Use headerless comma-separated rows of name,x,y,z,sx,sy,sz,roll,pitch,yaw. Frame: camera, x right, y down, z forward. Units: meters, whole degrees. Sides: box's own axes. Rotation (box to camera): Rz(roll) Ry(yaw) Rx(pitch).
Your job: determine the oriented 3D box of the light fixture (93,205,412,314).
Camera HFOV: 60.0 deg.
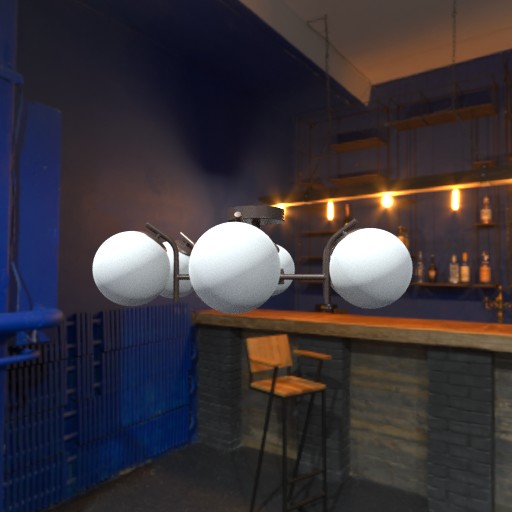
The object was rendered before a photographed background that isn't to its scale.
light fixture,0.000,0.000,0.959,0.662,0.201,0.662,0,-2,0
